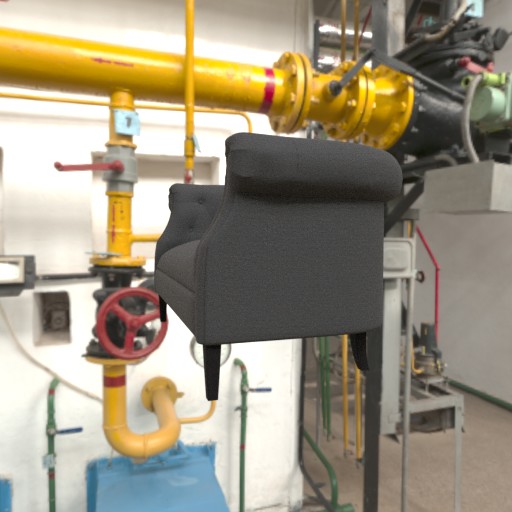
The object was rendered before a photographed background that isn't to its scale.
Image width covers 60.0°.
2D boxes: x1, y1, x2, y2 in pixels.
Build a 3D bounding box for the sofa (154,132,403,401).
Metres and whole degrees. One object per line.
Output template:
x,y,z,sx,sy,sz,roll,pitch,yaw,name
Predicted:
0.000,0.000,2.109,0.835,0.827,1.558,-1,2,-18,sofa
